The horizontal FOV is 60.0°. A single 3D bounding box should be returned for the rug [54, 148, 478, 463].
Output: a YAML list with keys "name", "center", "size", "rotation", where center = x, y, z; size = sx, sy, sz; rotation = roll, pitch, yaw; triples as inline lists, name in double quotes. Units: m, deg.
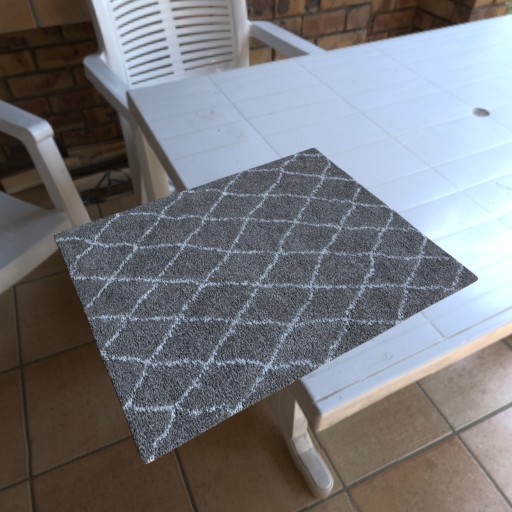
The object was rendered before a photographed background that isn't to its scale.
- name: "rug"
  center: [0.000, 0.000, 4.020]
  size: [3.047, 0.029, 2.438]
  rotation: [-23, 50, -21]
